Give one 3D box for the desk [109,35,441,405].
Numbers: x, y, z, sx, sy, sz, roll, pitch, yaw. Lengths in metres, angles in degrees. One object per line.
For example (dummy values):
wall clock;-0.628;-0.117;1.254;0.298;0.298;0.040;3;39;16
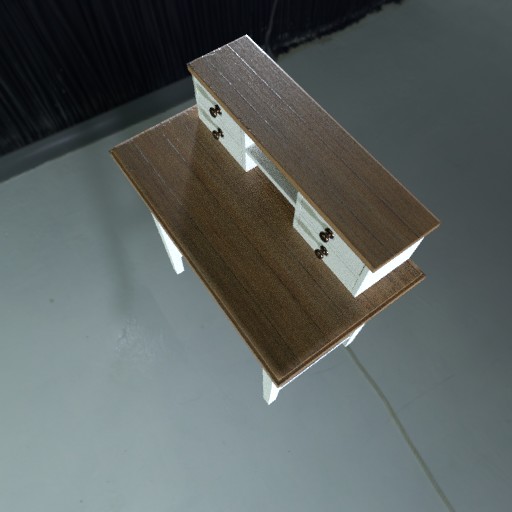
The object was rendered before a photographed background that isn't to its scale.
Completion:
desk;0.000;0.000;1.448;0.462;0.981;0.814;-33;68;-15
